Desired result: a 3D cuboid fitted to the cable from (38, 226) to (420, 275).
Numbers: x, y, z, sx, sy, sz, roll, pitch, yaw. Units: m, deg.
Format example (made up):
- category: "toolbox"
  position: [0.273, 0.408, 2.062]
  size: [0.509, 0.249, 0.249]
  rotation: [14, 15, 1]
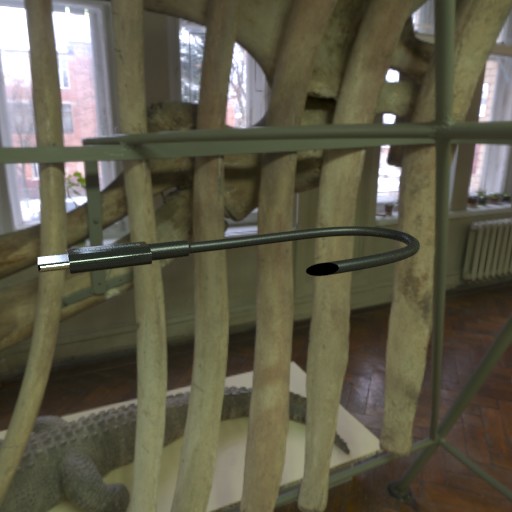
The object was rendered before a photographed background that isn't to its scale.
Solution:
- category: "cable"
  position: [0.000, 0.000, 0.111]
  size: [0.098, 0.006, 0.040]
  rotation: [-7, 17, -24]
